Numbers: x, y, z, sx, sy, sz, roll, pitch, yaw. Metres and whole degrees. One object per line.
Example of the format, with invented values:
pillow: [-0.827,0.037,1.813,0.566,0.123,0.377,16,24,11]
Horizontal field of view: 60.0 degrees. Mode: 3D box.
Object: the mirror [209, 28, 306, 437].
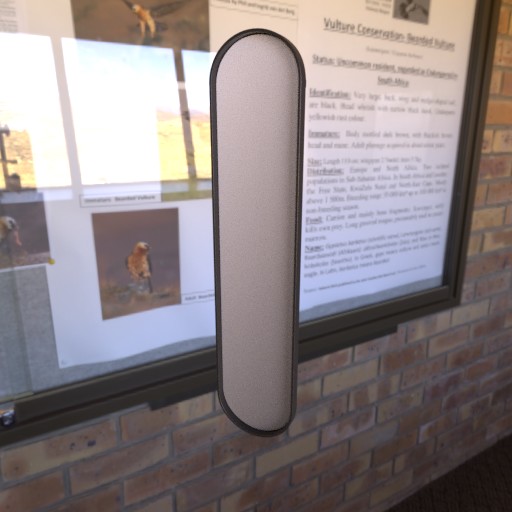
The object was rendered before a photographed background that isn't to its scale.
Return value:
mirror: [0.000,0.000,1.068,0.222,0.991,0.032,8,17,26]
